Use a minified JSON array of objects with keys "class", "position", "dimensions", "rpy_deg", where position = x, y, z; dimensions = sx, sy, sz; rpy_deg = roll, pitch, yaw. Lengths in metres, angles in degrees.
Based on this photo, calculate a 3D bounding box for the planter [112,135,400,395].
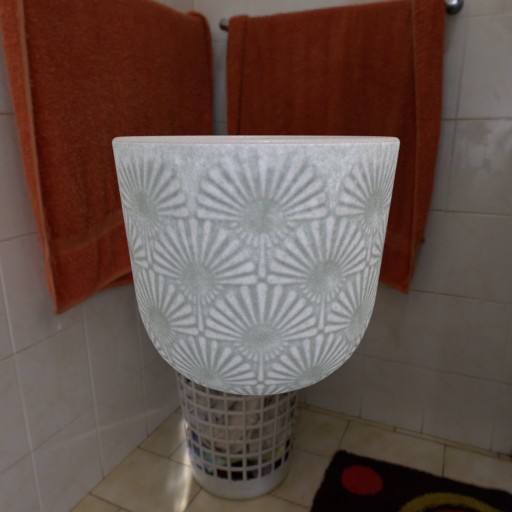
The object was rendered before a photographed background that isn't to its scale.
[{"class":"planter","position":[0.000,0.000,0.293],"dimensions":[0.170,0.152,0.170],"rpy_deg":[0,16,0]}]
